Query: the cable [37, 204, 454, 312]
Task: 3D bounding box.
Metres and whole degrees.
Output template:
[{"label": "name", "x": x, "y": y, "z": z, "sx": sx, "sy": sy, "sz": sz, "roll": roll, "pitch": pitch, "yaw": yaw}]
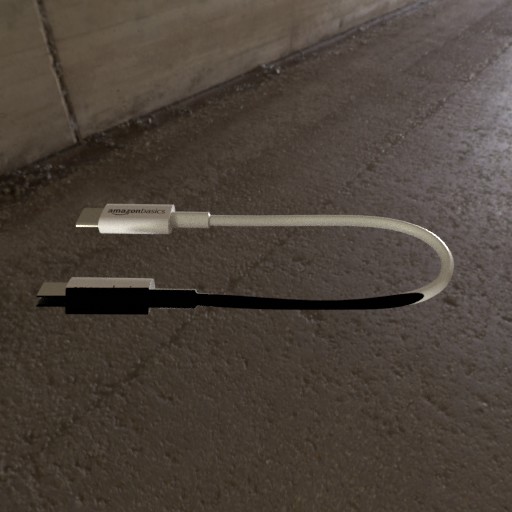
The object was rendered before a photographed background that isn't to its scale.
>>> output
[{"label": "cable", "x": 0.000, "y": 0.000, "z": 0.112, "sx": 0.098, "sy": 0.005, "sz": 0.041, "roll": 1, "pitch": 41, "yaw": 1}]
